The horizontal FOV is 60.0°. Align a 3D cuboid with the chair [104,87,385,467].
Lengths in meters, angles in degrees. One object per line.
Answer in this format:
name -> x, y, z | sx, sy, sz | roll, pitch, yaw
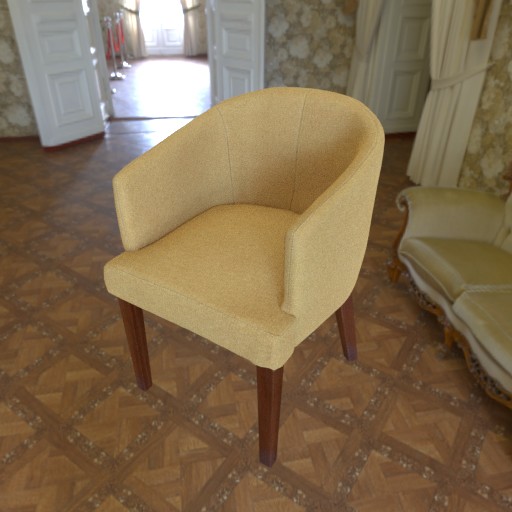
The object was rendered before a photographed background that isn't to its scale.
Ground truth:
chair -> 0.000, 0.000, 1.255 | 0.583, 0.811, 0.655 | 19, 36, 28
